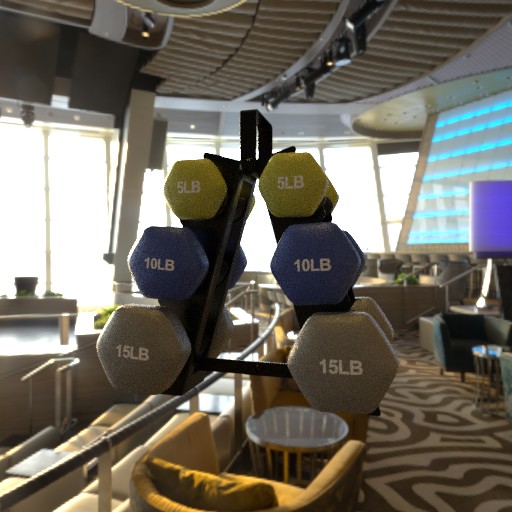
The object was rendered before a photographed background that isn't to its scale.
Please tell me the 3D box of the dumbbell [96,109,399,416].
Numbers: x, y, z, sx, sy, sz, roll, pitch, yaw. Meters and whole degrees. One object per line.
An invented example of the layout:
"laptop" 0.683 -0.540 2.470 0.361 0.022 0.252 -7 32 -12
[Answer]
"dumbbell" 0.000 0.000 0.686 0.416 0.426 0.261 0 0 17
